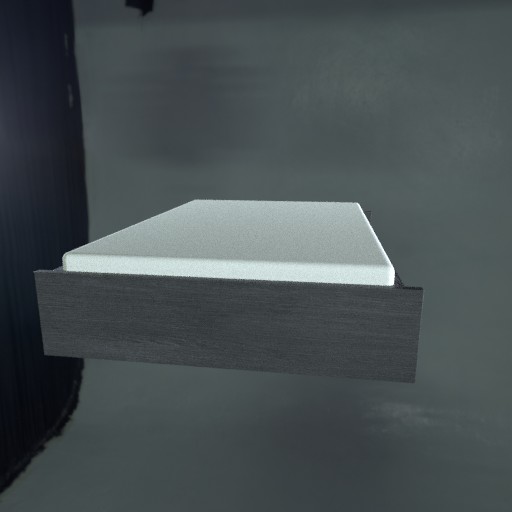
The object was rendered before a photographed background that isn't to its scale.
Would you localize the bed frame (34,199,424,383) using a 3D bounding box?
[{"bbox_3d":[0.000,0.000,2.626,1.490,0.432,1.950,2,14,9],"label":"bed frame"}]
